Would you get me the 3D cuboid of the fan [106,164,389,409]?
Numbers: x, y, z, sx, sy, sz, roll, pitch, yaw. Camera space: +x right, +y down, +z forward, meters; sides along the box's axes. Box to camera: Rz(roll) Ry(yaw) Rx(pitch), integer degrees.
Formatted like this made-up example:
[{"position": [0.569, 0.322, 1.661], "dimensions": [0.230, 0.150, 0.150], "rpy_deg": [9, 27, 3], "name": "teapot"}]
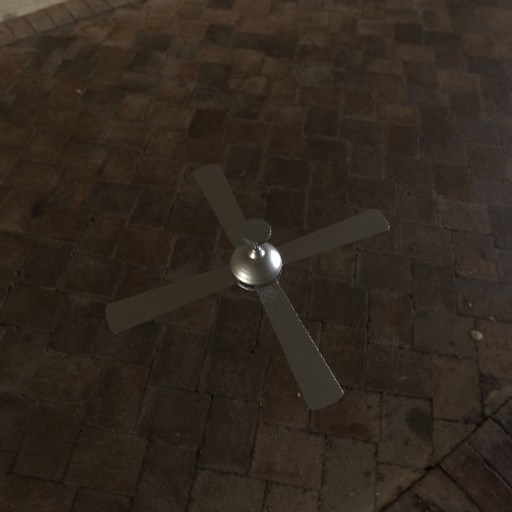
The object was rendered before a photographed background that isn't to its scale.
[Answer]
[{"position": [0.000, 0.000, 1.978], "dimensions": [1.321, 0.381, 1.321], "rpy_deg": [-3, 56, -2], "name": "fan"}]
